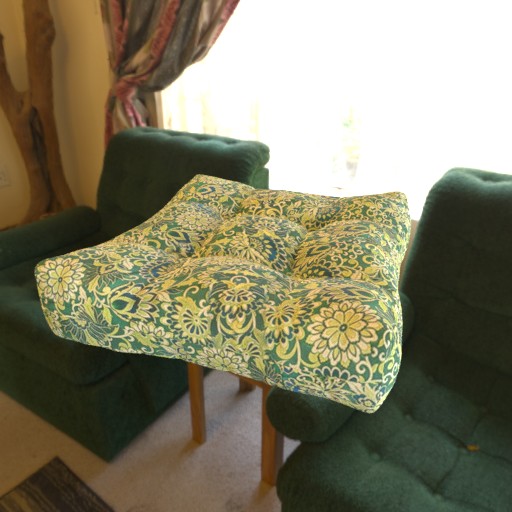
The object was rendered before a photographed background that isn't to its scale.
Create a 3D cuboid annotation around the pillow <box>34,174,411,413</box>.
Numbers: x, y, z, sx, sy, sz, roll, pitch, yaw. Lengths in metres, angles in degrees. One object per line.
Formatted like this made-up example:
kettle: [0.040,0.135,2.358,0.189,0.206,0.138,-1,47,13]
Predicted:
pillow: [0.000,0.000,0.719,0.468,0.128,0.490,8,27,17]
